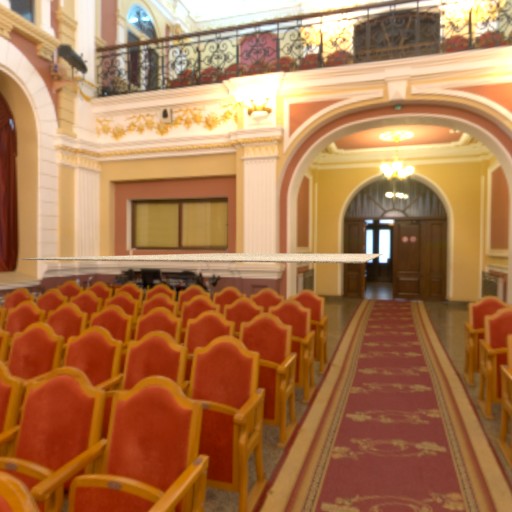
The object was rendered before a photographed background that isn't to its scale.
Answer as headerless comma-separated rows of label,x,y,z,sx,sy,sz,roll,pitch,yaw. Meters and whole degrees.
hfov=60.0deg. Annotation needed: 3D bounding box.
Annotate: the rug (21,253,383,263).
rug,0.000,0.000,2.879,1.521,0.006,2.283,0,1,18
